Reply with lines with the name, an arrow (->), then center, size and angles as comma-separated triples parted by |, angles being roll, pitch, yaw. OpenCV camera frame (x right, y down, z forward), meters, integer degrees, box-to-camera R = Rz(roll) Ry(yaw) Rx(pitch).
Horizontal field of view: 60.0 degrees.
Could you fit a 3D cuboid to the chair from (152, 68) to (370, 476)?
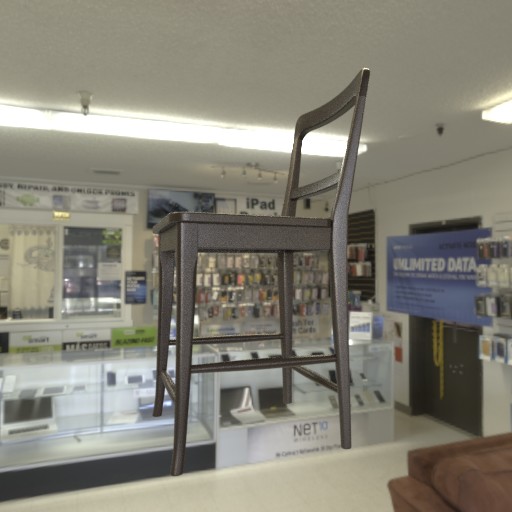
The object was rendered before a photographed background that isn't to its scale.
chair -> 0.000, 0.000, 1.275 | 0.546, 0.991, 0.450 | 0, -1, -19
